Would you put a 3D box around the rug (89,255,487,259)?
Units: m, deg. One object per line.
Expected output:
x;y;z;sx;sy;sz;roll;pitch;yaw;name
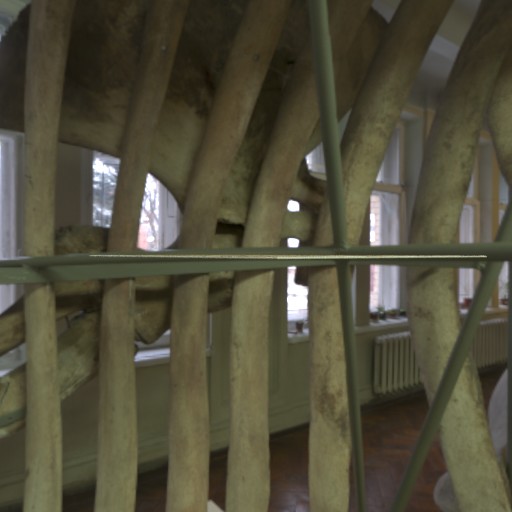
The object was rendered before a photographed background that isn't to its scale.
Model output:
0.000;0.000;2.940;1.522;0.008;2.284;0;0;-37;rug
